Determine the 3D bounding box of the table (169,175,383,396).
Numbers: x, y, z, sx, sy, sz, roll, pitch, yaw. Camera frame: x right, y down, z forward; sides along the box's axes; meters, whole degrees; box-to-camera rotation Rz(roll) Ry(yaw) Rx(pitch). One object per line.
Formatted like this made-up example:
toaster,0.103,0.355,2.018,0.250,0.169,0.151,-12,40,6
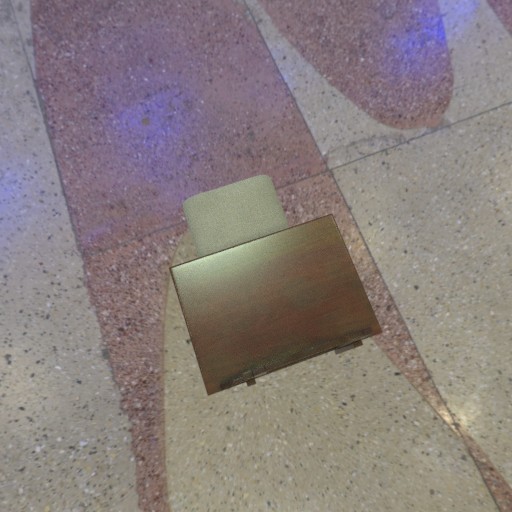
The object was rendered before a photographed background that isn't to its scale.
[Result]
table,0.000,0.000,2.313,0.876,1.631,1.211,-19,75,-5
